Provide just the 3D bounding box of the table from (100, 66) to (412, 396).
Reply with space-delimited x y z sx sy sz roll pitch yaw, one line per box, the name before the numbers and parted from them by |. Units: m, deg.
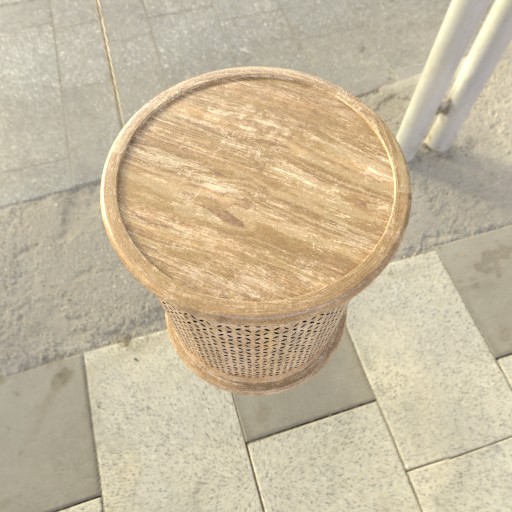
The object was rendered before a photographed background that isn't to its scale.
table | 0.000 0.000 0.792 0.407 0.482 0.407 0 63 0
